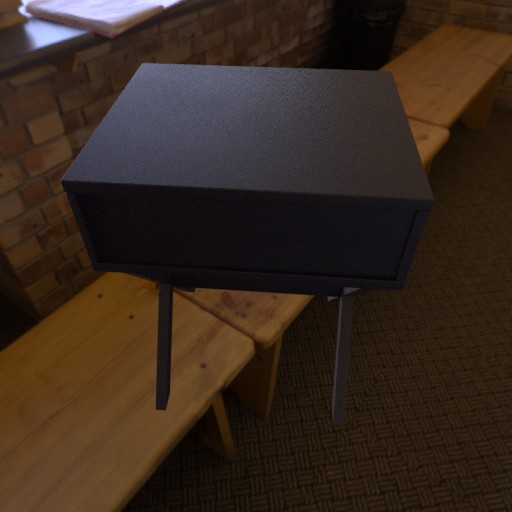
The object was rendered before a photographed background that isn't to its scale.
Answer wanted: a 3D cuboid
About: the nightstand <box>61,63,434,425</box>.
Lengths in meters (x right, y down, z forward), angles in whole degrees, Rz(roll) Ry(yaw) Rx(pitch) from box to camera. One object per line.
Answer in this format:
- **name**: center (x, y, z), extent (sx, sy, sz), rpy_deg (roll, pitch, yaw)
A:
- **nightstand**: center (0.000, 0.000, 0.924), extent (0.479, 0.623, 0.402), rpy_deg (3, 44, 3)
